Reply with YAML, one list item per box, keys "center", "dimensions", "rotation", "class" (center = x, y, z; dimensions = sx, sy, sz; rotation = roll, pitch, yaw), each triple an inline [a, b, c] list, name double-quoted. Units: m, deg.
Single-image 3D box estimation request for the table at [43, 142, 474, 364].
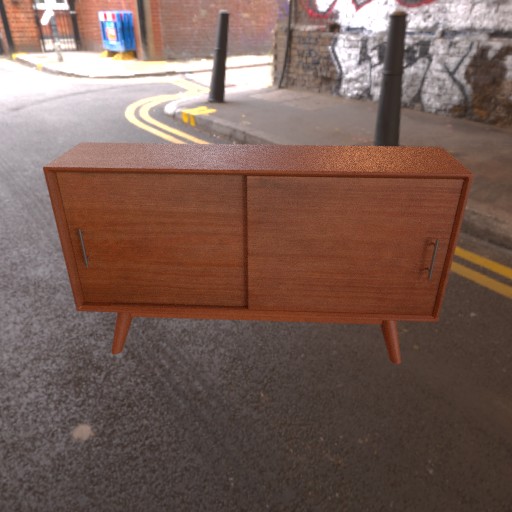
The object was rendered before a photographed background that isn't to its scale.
- center: [0.000, 0.000, 1.535]
  dimensions: [1.220, 0.698, 0.308]
  rotation: [1, 29, 3]
  class: "table"
